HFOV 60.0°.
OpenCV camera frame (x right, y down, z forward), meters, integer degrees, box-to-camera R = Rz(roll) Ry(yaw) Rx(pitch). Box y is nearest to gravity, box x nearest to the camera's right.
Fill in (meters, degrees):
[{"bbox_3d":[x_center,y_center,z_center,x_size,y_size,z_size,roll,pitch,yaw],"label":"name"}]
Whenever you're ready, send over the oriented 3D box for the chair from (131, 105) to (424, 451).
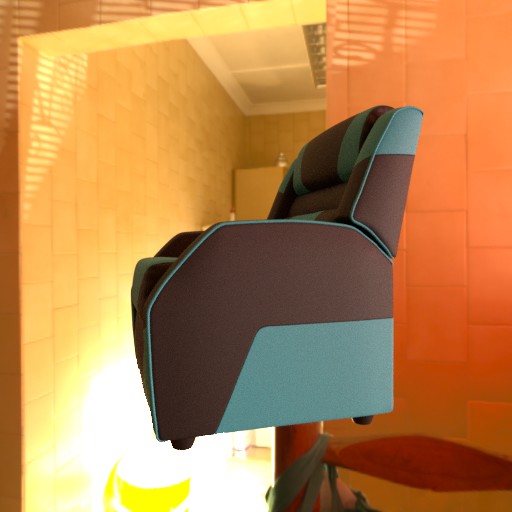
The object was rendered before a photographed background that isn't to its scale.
[{"bbox_3d":[0.000,0.000,1.265,0.672,0.805,0.620,0,1,-18],"label":"chair"}]
